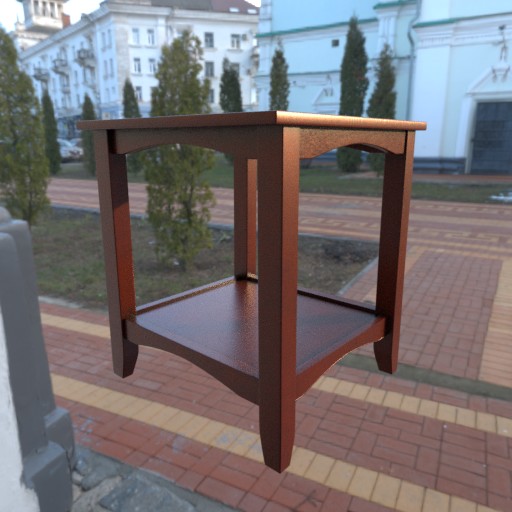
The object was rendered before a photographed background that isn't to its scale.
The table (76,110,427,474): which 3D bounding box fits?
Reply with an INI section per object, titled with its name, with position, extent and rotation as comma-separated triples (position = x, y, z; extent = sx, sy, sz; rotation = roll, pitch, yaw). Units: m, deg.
[table]
position = 0.000, 0.000, 0.962
extent = 0.523, 0.558, 0.522
rotation = 13, 20, 42
